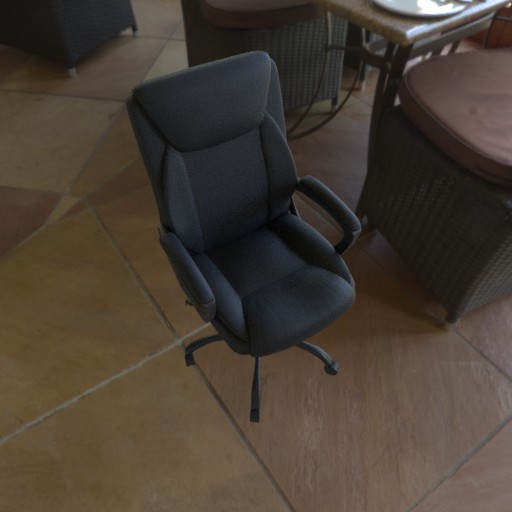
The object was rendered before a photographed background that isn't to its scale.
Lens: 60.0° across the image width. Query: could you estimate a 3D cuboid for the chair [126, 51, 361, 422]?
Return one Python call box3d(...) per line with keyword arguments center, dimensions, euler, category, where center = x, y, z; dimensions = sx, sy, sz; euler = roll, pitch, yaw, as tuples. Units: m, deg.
box3d(center=(0.000, 0.000, 1.476), dimensions=(0.615, 1.072, 0.655), euler=(-25, 53, -20), category="chair")
